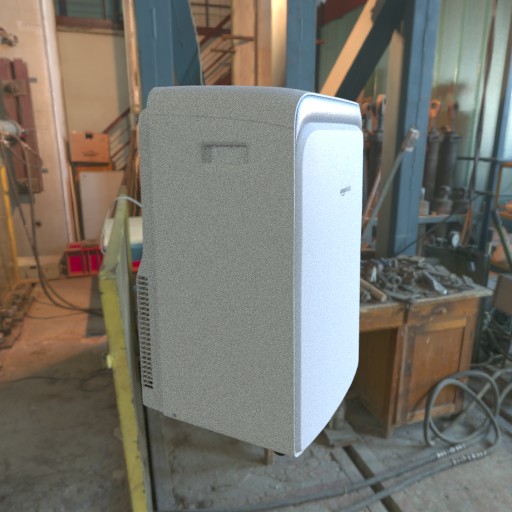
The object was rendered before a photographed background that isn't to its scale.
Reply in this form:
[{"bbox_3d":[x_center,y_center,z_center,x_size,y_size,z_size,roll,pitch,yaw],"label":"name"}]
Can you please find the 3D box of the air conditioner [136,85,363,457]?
[{"bbox_3d":[0.000,0.000,1.087,0.467,0.765,0.478,8,17,27],"label":"air conditioner"}]
